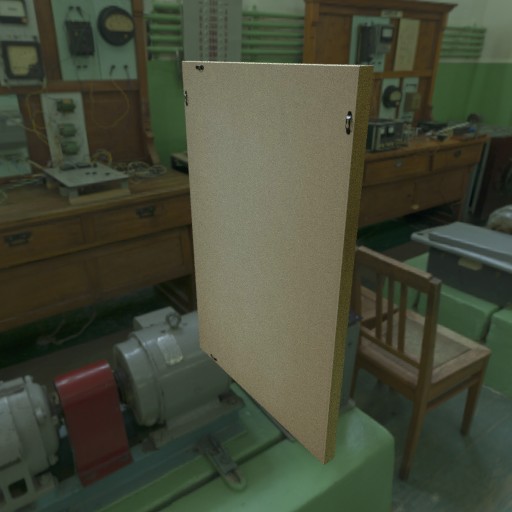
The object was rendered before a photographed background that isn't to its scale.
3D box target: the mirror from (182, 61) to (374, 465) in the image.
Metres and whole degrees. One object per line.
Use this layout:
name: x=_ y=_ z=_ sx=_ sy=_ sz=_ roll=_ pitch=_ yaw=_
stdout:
mirror: x=0.000 y=0.000 z=1.145 sx=0.041 sy=0.915 sz=0.609 roll=-17 pitch=30 yaw=-33
